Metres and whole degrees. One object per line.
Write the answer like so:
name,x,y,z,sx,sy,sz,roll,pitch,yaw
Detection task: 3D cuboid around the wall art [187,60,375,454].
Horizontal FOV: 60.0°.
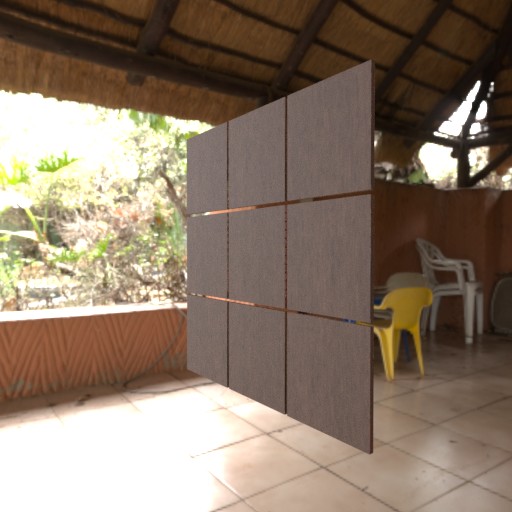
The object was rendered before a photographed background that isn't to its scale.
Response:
wall art,0.000,0.000,1.398,0.013,0.914,0.915,-1,1,-36
